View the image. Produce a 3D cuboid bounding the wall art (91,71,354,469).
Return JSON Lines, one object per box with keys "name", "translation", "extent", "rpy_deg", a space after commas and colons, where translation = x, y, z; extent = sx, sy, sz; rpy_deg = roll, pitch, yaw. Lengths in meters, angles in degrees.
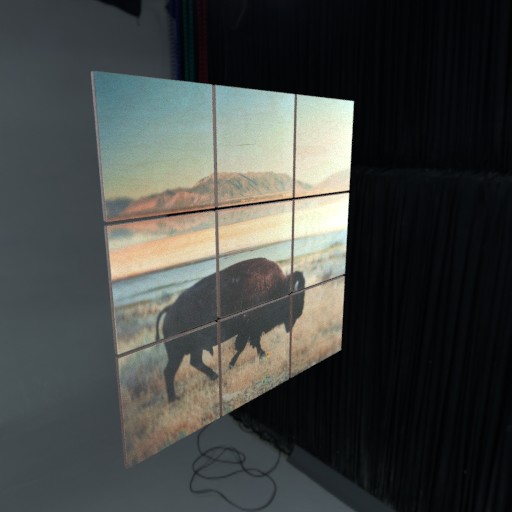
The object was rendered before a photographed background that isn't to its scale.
{"name": "wall art", "translation": [0.000, 0.000, 1.283], "extent": [0.018, 0.904, 0.906], "rpy_deg": [14, 20, 43]}
